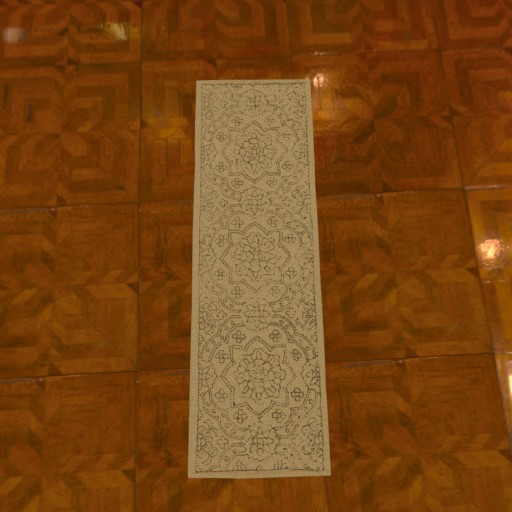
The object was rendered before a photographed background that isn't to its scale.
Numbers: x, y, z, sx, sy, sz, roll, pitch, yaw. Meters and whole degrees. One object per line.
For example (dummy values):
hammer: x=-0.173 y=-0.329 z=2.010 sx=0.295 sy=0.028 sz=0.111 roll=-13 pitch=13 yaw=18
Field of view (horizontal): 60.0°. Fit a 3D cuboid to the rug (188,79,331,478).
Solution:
rug: x=0.000 y=0.000 z=2.674 sx=0.769 sy=0.012 sz=2.448 roll=-1 pitch=75 yaw=0
